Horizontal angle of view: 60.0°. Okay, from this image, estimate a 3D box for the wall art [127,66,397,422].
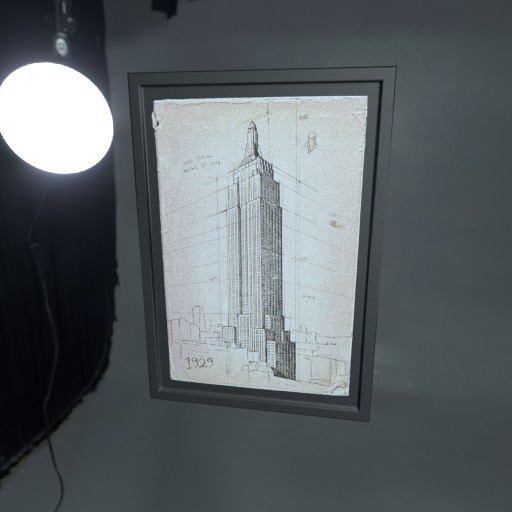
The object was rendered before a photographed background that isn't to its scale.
[{"bbox_3d":[0.000,0.000,0.554,0.303,0.431,0.013,3,16,10],"label":"wall art"}]
